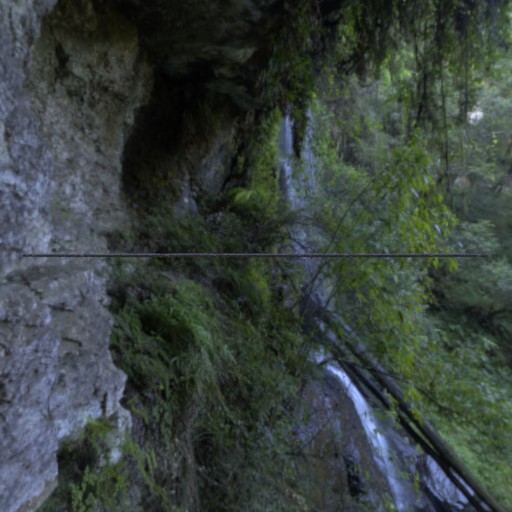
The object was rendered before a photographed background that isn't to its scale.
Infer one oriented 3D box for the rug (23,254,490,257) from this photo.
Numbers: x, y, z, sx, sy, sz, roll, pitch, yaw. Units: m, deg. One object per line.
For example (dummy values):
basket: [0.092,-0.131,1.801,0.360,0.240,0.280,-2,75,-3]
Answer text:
rug: [0.000,0.000,2.354,1.836,0.012,1.239,0,0,0]
